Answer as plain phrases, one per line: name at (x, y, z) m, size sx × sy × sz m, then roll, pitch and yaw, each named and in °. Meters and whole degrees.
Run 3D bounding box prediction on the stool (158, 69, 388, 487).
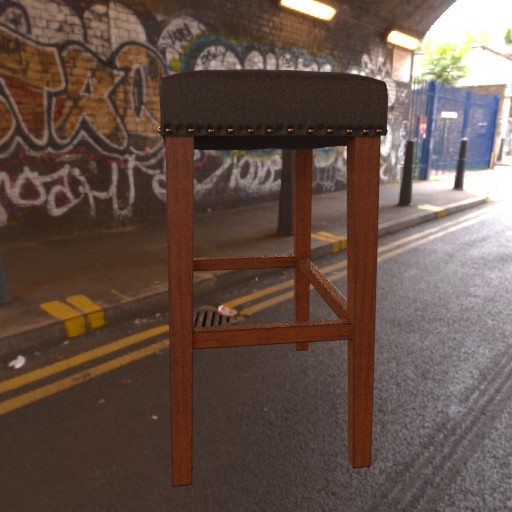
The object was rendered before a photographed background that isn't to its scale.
stool at (0.000, 0.000, 0.834) m, size 0.320 × 0.612 × 0.439 m, roll -2°, pitch 15°, yaw -7°
